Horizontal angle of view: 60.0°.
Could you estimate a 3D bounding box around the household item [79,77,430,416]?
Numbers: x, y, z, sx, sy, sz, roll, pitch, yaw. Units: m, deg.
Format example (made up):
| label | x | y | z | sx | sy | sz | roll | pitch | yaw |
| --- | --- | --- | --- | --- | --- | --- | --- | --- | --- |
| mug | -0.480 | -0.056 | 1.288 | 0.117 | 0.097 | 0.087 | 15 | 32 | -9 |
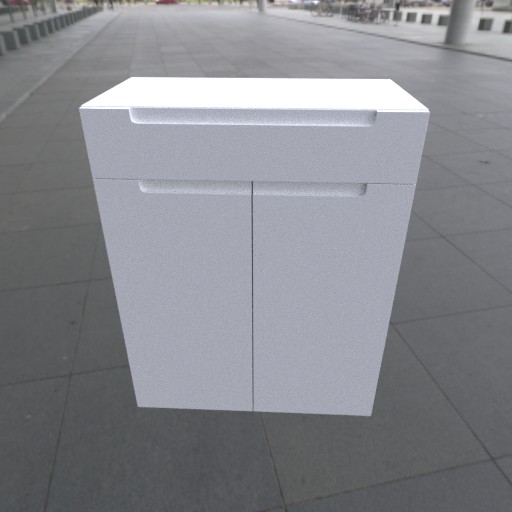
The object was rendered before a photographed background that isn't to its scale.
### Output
| label | x | y | z | sx | sy | sz | roll | pitch | yaw |
| --- | --- | --- | --- | --- | --- | --- | --- | --- | --- |
| household item | 0.000 | 0.000 | 1.427 | 0.790 | 1.010 | 0.420 | 1 | 31 | 2 |
